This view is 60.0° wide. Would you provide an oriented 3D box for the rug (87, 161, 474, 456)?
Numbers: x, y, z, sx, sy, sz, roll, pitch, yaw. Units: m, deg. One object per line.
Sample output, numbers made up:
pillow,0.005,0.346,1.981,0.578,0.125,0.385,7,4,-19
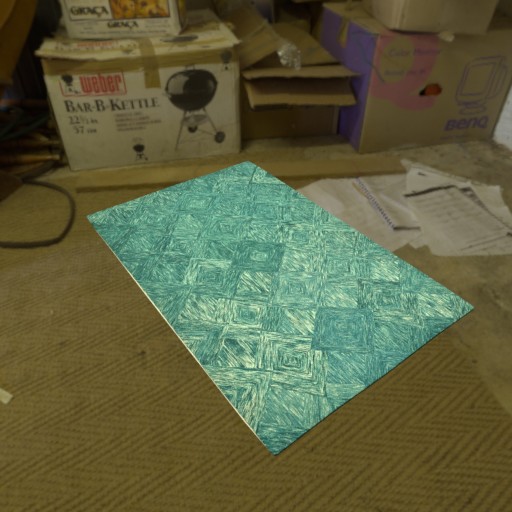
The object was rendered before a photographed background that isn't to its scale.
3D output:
rug,0.000,0.000,2.233,1.136,0.017,1.728,-25,45,-27
